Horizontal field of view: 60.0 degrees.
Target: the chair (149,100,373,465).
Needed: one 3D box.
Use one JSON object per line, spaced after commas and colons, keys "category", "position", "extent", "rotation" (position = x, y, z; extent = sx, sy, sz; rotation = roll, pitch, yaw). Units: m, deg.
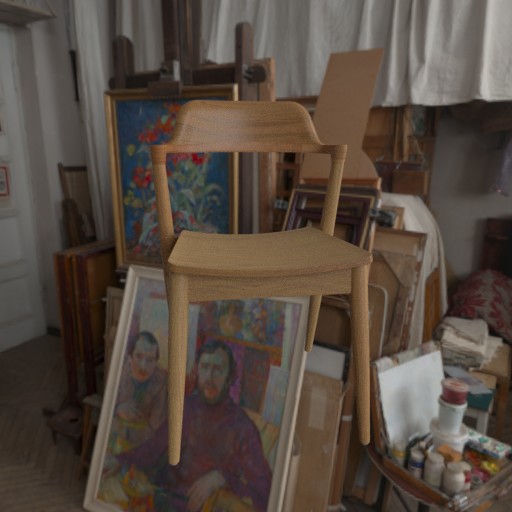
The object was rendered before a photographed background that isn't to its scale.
{"category": "chair", "position": [0.000, 0.000, 1.129], "extent": [0.512, 0.792, 0.499], "rotation": [-2, 14, -9]}
